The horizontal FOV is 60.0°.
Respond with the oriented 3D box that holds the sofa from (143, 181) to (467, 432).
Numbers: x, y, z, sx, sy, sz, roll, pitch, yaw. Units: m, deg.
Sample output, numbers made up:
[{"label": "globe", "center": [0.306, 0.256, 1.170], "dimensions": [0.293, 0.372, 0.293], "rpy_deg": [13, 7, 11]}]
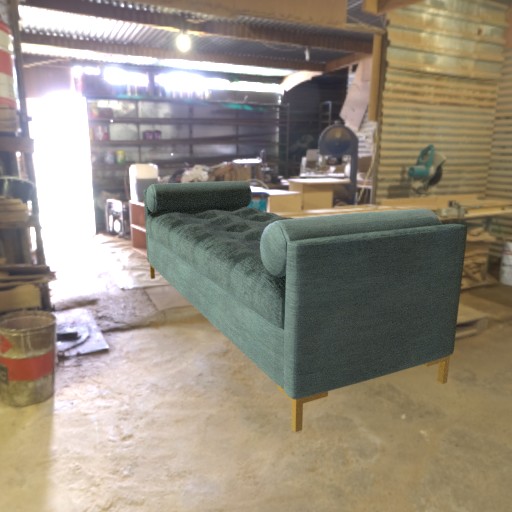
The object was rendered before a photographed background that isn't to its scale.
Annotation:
[{"label": "sofa", "center": [0.000, 0.000, 2.480], "dimensions": [0.796, 0.705, 2.102], "rpy_deg": [-7, 15, -26]}]
